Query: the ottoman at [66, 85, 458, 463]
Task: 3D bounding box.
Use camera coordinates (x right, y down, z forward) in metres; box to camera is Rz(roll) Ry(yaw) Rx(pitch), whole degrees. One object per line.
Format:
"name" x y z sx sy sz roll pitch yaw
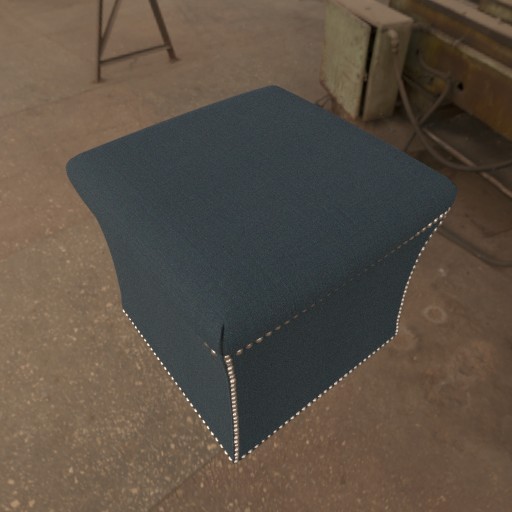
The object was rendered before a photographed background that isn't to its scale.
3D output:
"ottoman" 0.000 0.000 0.896 0.507 0.475 0.497 -29 53 -26
